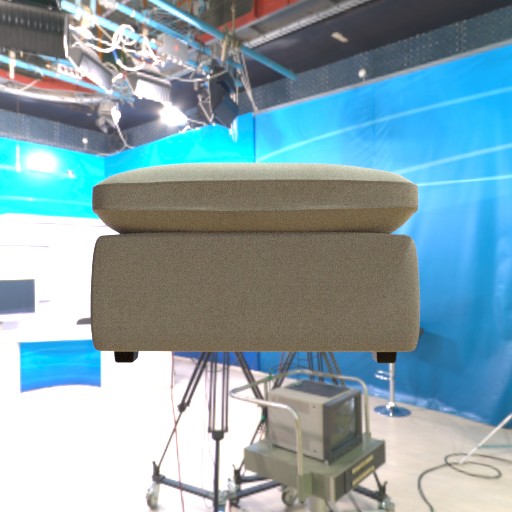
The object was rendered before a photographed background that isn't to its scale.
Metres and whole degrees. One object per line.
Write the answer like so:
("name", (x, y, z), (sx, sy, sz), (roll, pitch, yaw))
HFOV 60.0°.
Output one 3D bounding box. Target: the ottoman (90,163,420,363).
("ottoman", (0.000, 0.000, 1.346), (0.686, 0.453, 0.984), (0, 0, 0))
